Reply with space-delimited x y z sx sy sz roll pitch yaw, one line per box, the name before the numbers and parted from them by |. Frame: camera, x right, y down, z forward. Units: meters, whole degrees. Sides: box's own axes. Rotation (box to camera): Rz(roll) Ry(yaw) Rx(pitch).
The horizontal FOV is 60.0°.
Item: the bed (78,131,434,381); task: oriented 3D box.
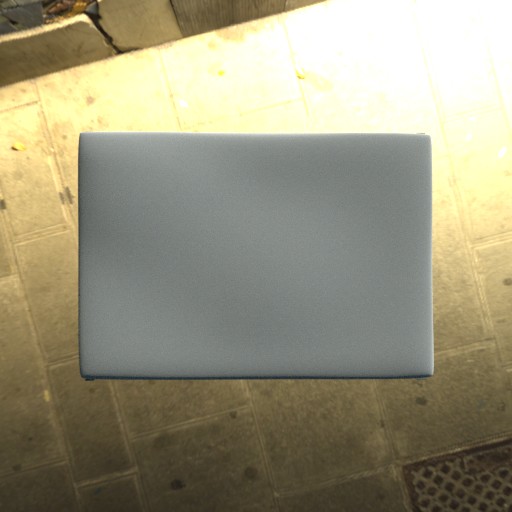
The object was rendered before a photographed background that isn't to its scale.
bed | 0.000 0.000 2.596 1.985 0.510 1.460 0 90 -1
